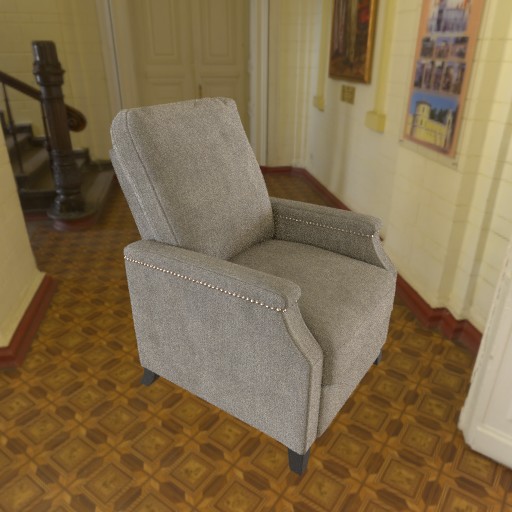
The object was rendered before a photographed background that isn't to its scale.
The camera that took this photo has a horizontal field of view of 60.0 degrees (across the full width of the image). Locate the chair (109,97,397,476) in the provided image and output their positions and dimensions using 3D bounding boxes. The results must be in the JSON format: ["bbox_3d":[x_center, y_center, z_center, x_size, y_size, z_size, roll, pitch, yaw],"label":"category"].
[{"bbox_3d":[0.000,0.000,1.642,0.922,1.049,0.710,17,31,31],"label":"chair"}]
